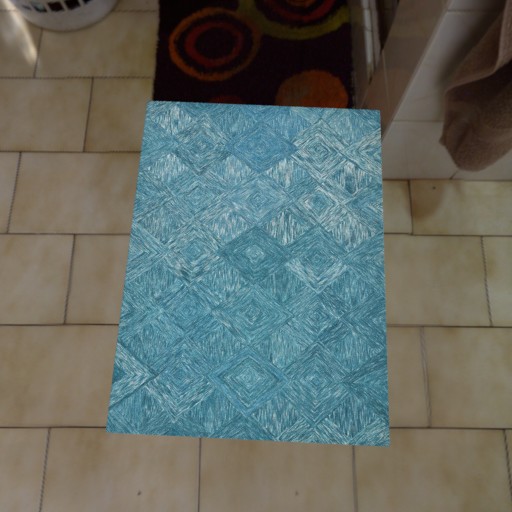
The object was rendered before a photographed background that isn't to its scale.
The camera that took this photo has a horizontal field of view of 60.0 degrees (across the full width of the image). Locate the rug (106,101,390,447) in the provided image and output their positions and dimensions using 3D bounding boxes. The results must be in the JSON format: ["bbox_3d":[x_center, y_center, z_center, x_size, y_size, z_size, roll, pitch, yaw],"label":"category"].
[{"bbox_3d":[0.000,0.000,4.164,2.405,0.027,3.217,3,75,1],"label":"rug"}]
